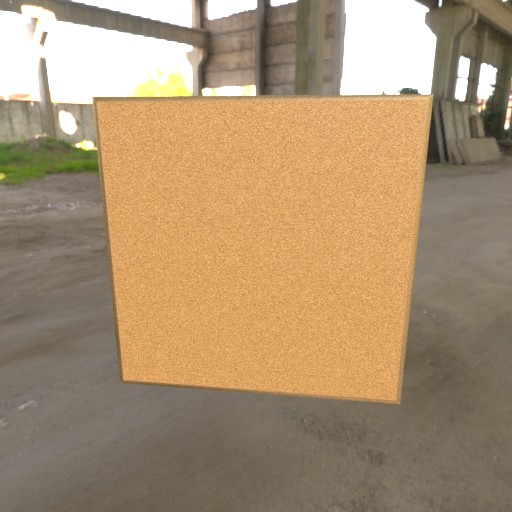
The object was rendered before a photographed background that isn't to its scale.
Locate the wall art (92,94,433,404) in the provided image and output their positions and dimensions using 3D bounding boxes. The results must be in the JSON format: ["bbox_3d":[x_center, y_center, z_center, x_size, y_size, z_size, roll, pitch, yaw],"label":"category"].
[{"bbox_3d":[0.000,0.000,0.752,0.513,0.511,0.038,2,17,7],"label":"wall art"}]
